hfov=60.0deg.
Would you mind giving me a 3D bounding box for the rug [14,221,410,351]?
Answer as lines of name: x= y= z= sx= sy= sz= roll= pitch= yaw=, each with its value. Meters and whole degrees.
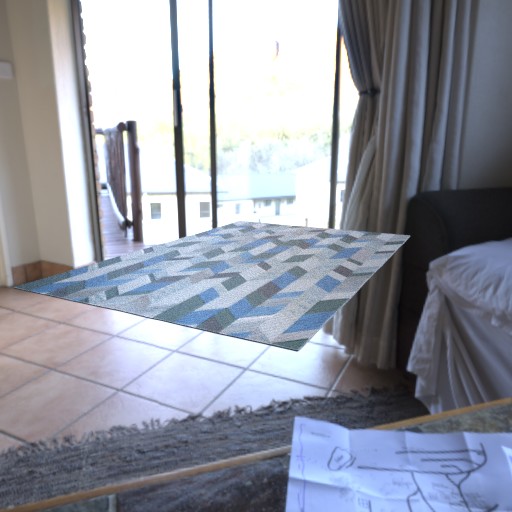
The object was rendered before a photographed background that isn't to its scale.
rug: x=0.000 y=0.000 z=2.268 sx=1.229 sy=0.005 sz=1.827 roll=7 pitch=16 yaw=27
